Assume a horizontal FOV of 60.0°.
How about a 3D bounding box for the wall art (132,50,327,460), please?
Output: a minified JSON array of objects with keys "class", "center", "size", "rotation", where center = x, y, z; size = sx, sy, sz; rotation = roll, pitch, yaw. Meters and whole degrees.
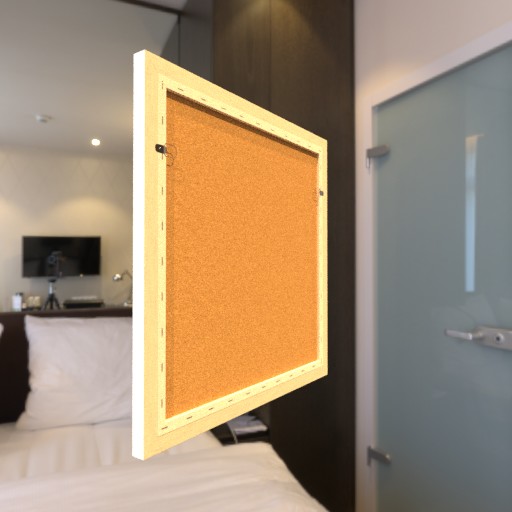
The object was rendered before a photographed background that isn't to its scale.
[{"class":"wall art","center":[0.000,0.000,1.522],"size":[0.045,1.016,1.016],"rotation":[-1,-1,35]}]
